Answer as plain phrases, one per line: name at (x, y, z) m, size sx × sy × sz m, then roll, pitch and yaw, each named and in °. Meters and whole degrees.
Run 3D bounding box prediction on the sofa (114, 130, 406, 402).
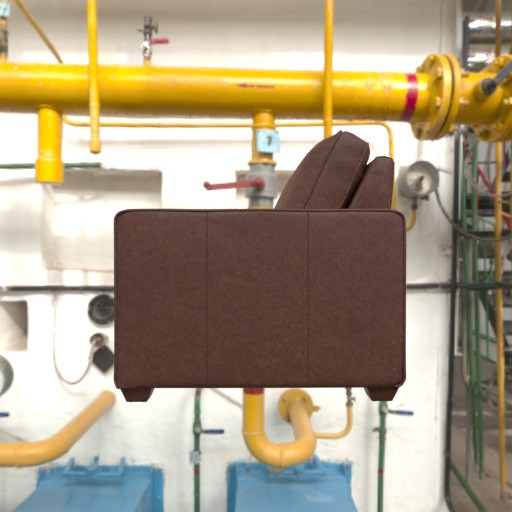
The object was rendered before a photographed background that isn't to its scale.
sofa at (0.000, 0.000, 2.218) m, size 0.947 × 0.918 × 1.709 m, roll 0°, pitch 1°, yaw -1°
